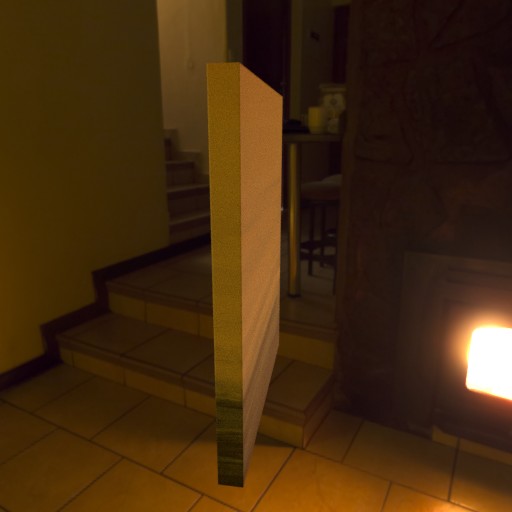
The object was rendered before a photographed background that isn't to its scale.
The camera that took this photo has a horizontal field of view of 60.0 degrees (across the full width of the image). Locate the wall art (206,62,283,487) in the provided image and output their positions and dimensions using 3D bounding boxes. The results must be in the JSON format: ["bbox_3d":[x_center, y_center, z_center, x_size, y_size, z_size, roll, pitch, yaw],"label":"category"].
[{"bbox_3d":[0.000,0.000,0.840,0.040,0.608,0.489,2,15,9],"label":"wall art"}]
